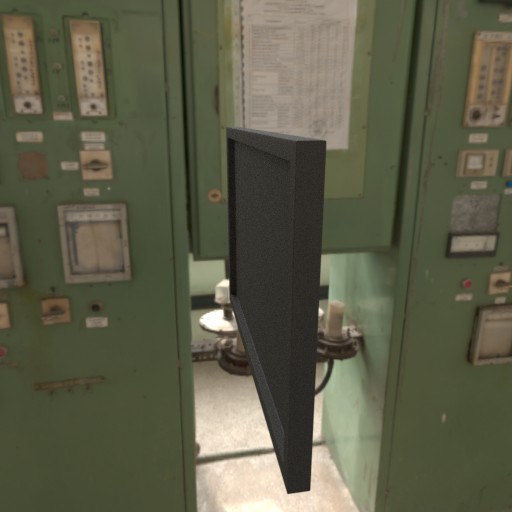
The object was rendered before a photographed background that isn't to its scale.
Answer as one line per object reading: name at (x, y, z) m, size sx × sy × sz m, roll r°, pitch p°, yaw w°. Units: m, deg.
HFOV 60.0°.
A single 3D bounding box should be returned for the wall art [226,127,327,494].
wall art at (0.000, 0.000, 0.555) m, size 0.021 × 0.301 × 0.443 m, roll -3°, pitch 18°, yaw -9°
